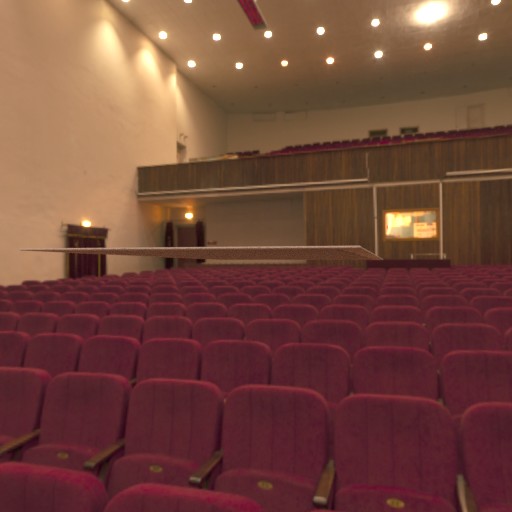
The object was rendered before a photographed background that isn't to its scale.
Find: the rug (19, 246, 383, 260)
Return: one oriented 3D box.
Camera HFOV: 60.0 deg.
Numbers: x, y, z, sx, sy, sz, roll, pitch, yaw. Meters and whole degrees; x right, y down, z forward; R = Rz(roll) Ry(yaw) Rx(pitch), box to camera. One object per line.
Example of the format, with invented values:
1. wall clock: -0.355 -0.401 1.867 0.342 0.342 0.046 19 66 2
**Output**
1. rug: 0.000 0.000 2.170 1.141 0.015 1.749 -1 -2 18
